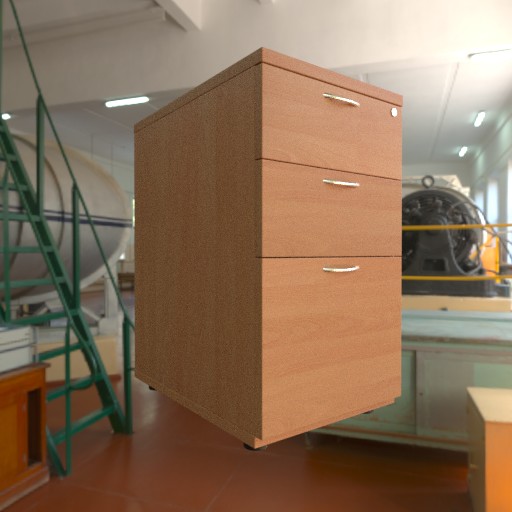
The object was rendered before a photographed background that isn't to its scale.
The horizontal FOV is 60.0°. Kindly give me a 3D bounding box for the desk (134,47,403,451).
[{"bbox_3d":[0.000,0.000,1.120,0.404,0.730,0.600,0,1,-37],"label":"desk"}]
